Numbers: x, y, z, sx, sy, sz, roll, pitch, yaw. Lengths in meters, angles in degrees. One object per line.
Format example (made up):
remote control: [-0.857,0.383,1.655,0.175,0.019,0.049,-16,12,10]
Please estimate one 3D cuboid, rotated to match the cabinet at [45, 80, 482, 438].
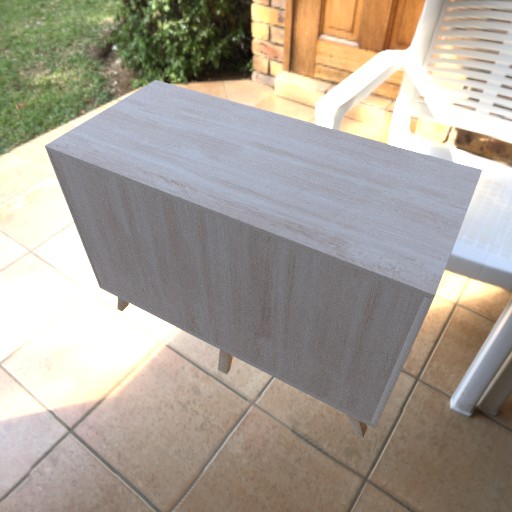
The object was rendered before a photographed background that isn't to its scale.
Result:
cabinet: [0.000,0.000,1.506,1.110,0.780,0.500,22,50,20]
